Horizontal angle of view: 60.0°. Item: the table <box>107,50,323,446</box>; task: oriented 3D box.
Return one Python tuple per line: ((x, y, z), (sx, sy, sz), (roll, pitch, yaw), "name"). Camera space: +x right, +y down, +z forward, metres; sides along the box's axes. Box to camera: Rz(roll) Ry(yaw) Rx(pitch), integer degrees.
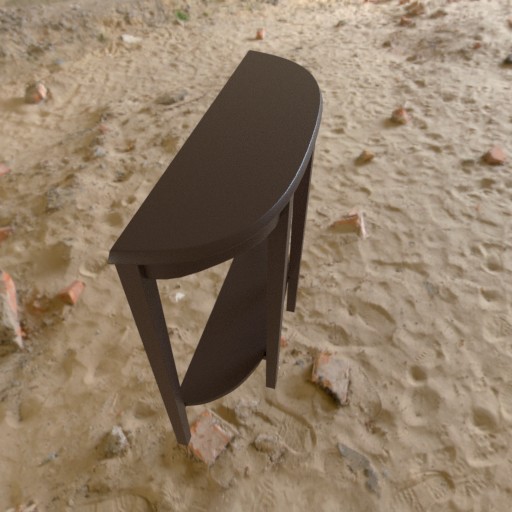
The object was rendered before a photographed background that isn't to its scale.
((0.000, 0.000, 1.308), (0.274, 0.831, 0.909), (11, 47, 10), "table")
